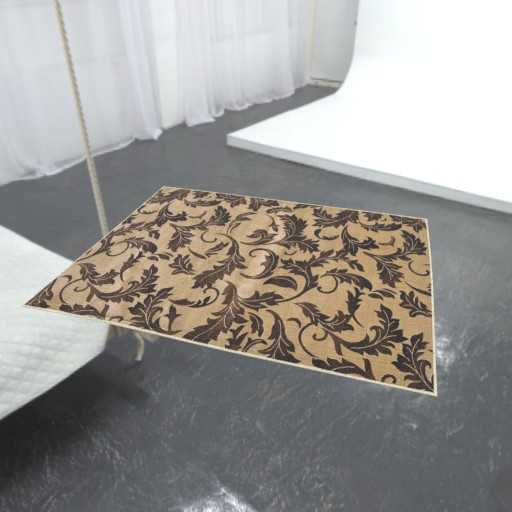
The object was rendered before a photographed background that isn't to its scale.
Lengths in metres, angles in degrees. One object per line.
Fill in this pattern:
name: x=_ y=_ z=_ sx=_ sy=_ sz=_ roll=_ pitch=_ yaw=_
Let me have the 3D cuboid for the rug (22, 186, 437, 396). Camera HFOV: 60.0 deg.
rug: x=0.000 y=0.000 z=3.932 sx=2.977 sy=0.008 sz=2.380 roll=9 pitch=33 yaw=14
